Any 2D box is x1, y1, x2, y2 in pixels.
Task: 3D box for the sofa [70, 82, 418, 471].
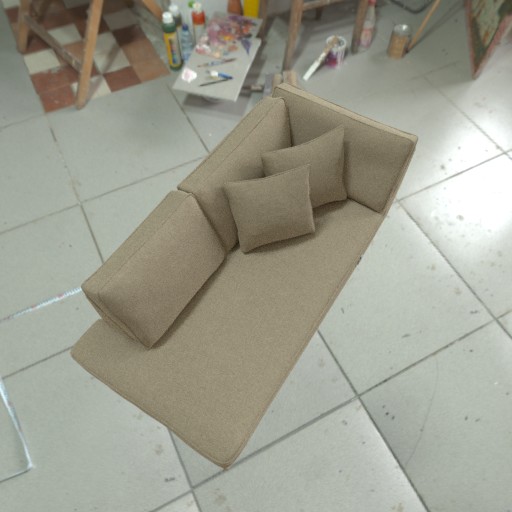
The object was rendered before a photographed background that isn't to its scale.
[{"bbox_3d":[0.000,0.000,2.798,1.110,1.033,2.237,30,64,16],"label":"sofa"}]
